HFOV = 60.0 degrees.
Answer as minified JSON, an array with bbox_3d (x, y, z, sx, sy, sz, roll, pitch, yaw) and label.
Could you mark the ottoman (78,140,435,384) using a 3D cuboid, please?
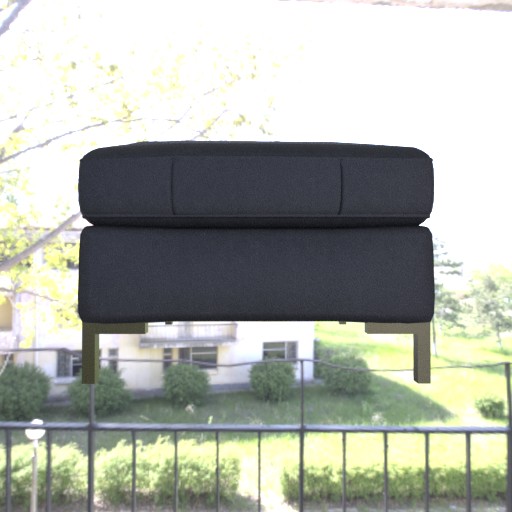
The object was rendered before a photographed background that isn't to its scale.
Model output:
[{"bbox_3d":[0.000,0.000,1.757,0.967,0.696,1.187,0,-1,0],"label":"ottoman"}]
